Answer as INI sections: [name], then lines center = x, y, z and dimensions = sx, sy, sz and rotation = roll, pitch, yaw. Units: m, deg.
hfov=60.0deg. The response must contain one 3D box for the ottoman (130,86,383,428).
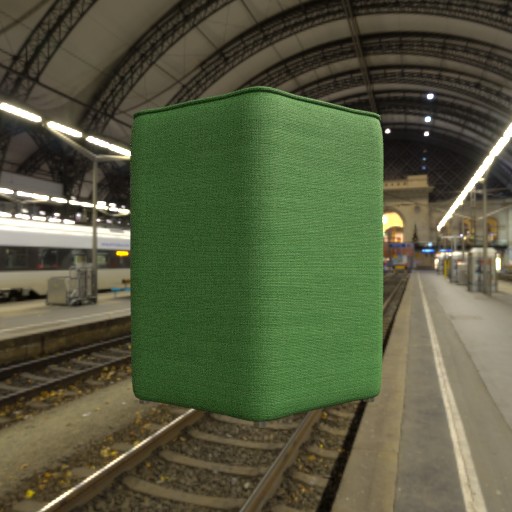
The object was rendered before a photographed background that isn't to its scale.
[ottoman]
center = 0.000, 0.000, 0.882
dimensions = 0.444, 0.507, 0.499
rotation = 0, -1, -2
